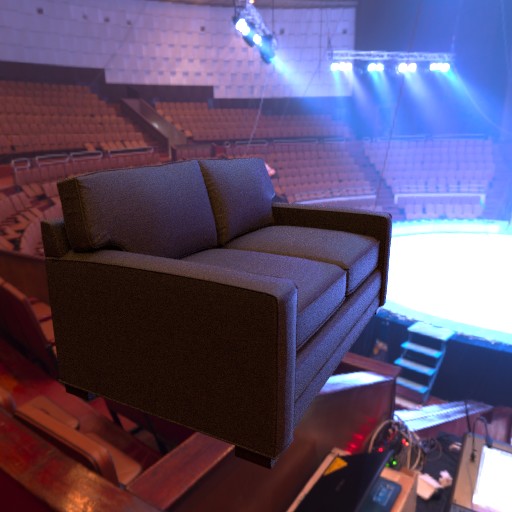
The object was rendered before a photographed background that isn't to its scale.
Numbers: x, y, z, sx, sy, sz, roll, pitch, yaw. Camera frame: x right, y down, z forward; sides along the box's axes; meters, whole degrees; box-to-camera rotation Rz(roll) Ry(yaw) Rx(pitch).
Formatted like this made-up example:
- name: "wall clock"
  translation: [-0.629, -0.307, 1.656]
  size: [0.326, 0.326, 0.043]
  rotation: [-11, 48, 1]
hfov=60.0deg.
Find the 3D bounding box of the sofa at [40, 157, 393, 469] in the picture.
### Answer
- name: "sofa"
  translation: [0.000, 0.000, 2.092]
  size: [0.974, 0.887, 1.534]
  rotation: [8, 17, 27]
